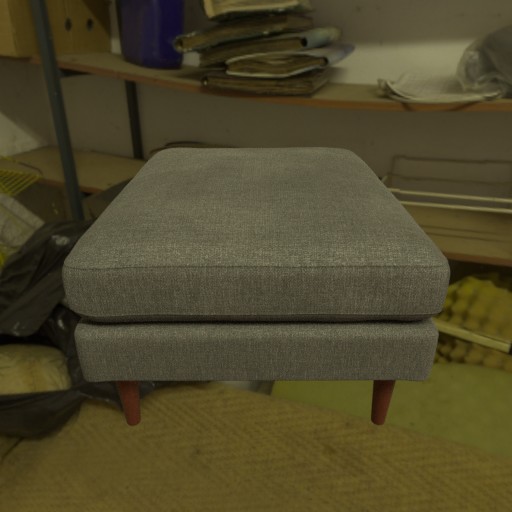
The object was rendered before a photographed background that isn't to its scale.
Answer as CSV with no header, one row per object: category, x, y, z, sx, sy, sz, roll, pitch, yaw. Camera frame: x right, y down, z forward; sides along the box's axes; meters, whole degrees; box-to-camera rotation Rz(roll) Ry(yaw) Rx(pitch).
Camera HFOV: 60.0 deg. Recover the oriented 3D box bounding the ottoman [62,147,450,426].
ottoman,0.000,0.000,1.196,0.693,0.474,0.821,0,26,0
